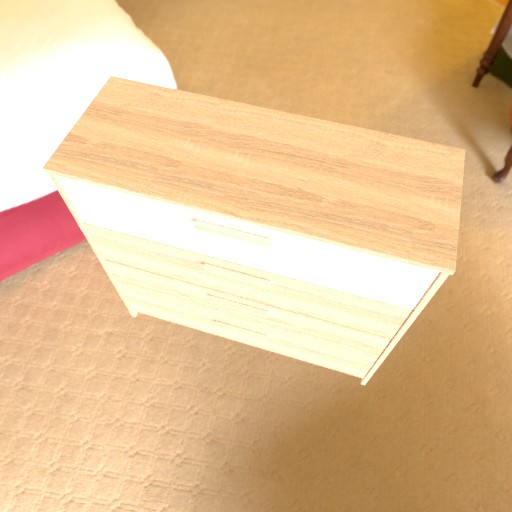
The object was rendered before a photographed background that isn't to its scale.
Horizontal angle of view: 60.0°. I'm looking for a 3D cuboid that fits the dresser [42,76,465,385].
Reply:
[{"bbox_3d":[0.000,0.000,1.473,0.980,0.900,0.380,15,60,9],"label":"dresser"}]
